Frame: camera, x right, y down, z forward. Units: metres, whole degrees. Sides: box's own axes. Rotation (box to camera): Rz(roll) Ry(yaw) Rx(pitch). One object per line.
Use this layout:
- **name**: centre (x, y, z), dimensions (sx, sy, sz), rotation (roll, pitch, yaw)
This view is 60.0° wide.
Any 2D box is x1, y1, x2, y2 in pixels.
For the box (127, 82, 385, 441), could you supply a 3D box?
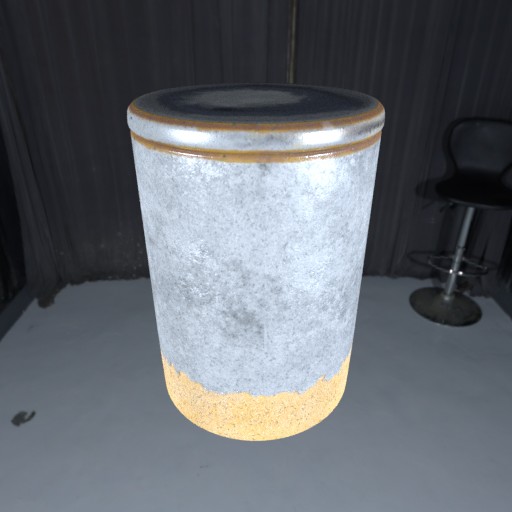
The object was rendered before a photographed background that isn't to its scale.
- **box**: centre (0.000, 0.000, 0.246), dimensions (0.118, 0.168, 0.118), rotation (0, 28, 0)
